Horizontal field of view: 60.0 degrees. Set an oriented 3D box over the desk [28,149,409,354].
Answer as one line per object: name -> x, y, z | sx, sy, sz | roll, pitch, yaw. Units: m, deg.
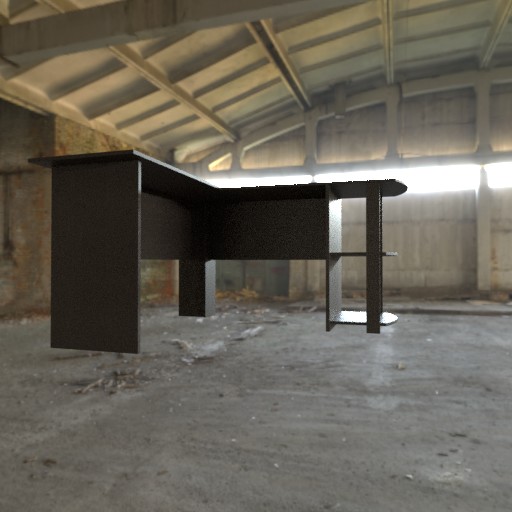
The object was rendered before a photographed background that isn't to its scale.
desk -> 0.000, 0.000, 2.054 | 1.361, 0.716, 1.303 | 0, -1, 17
